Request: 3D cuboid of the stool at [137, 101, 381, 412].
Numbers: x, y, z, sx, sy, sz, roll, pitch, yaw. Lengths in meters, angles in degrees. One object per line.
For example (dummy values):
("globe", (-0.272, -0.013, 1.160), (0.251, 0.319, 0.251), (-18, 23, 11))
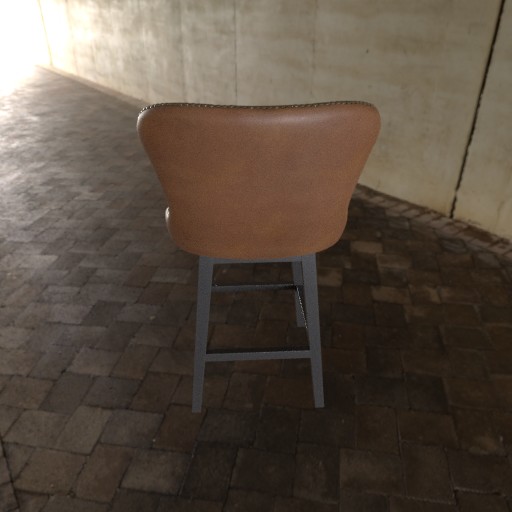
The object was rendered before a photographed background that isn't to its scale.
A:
("stool", (0.000, 0.000, 1.320), (0.528, 0.971, 0.593), (-1, 29, -3))
